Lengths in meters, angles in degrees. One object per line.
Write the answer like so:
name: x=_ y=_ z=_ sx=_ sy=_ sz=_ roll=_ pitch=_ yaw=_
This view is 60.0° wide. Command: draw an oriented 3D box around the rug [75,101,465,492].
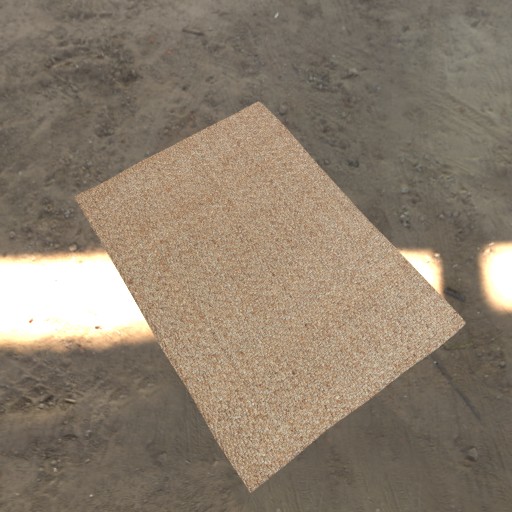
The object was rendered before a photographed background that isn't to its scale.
rug: x=0.000 y=0.000 z=2.780 sx=1.566 sy=0.013 sz=2.141 roll=-32 pitch=68 yaw=-15
